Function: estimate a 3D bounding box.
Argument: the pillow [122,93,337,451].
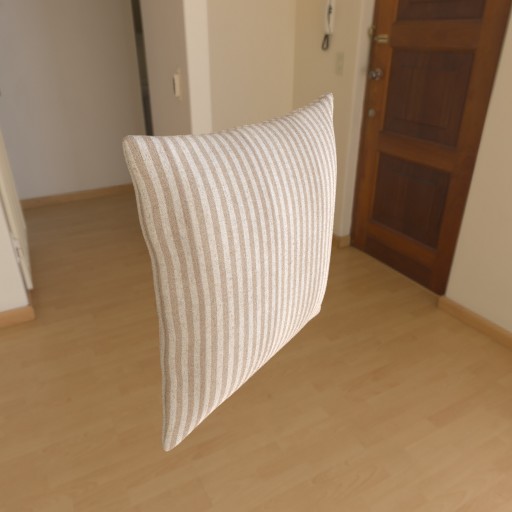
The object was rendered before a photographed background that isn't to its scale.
[{"bbox_3d":[0.000,0.000,0.802,0.166,0.510,0.523,18,32,31],"label":"pillow"}]
